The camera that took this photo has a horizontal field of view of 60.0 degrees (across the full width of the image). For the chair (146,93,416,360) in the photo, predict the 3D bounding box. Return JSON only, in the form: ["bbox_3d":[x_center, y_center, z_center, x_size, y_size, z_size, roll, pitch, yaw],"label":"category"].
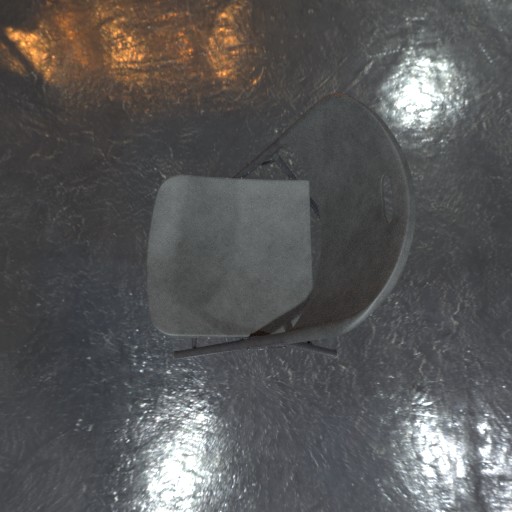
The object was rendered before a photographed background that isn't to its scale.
[{"bbox_3d":[0.000,0.000,1.168,0.566,0.810,0.494,0,74,0],"label":"chair"}]
